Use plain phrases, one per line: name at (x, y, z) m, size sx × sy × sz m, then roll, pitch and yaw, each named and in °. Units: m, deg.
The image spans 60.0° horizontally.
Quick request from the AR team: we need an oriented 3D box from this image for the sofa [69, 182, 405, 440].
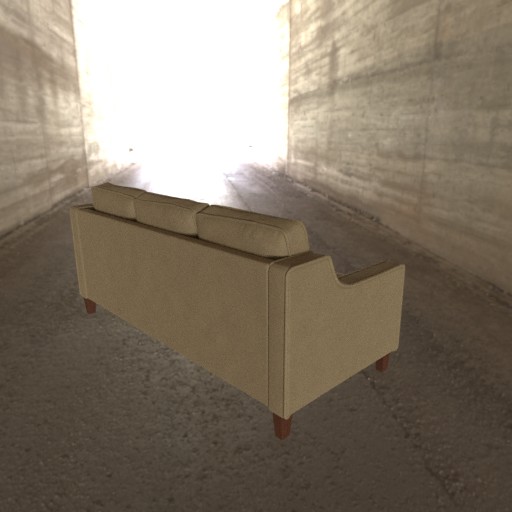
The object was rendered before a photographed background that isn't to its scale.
sofa at (0.000, 0.000, 3.365) m, size 1.858 × 1.066 × 2.317 m, roll -14°, pitch 21°, yaw -42°
